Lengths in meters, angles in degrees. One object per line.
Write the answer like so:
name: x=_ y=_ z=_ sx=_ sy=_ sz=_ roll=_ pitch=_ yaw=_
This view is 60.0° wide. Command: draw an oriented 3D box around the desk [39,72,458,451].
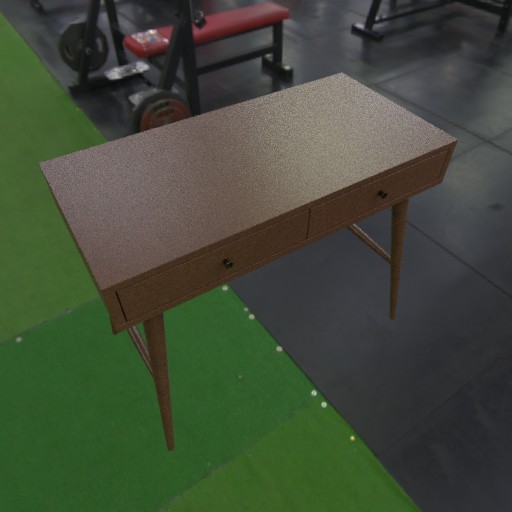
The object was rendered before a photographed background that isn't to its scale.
desk: x=0.000 y=0.000 z=1.385 sx=0.949 sy=0.758 sz=0.510 roll=-24 pitch=51 yaw=-21
